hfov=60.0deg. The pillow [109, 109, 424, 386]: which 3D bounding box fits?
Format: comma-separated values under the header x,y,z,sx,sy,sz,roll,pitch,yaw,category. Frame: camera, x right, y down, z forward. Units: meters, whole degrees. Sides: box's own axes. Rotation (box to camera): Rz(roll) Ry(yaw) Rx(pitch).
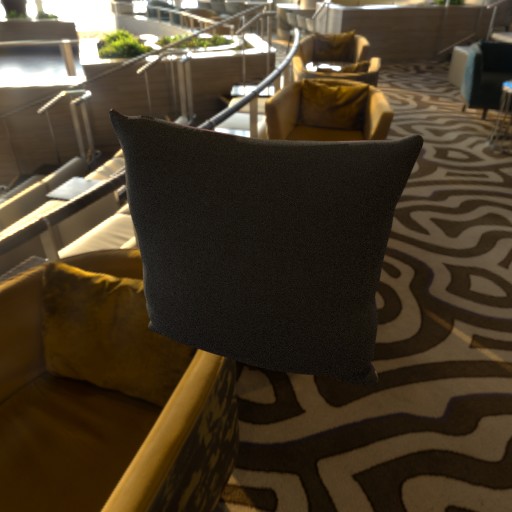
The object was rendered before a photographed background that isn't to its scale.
x,y,z,sx,sy,sz,roll,pitch,yaw,category
0.000,0.000,0.796,0.503,0.496,0.208,11,35,15,pillow
